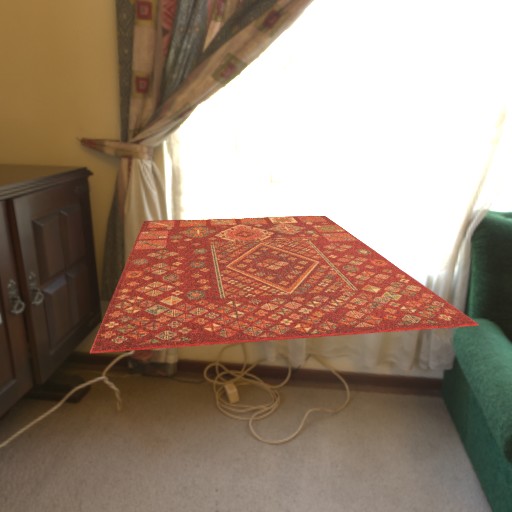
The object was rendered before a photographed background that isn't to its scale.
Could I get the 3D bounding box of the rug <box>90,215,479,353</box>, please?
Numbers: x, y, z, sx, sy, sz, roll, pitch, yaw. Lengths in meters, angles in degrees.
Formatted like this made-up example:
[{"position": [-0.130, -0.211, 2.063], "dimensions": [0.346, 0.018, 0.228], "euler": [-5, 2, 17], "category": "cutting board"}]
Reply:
[{"position": [0.000, 0.000, 4.223], "dimensions": [2.389, 0.011, 3.306], "euler": [-3, 18, -8], "category": "rug"}]
